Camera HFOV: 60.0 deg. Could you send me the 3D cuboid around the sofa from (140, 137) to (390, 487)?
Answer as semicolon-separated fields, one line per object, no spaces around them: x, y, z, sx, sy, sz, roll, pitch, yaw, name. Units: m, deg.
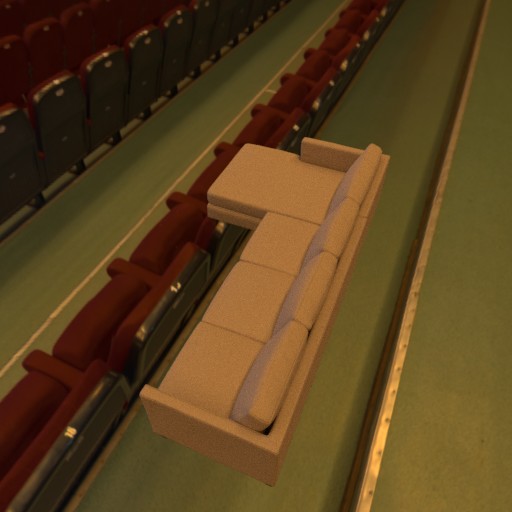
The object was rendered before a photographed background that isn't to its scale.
0.000;0.000;3.874;1.625;0.846;3.186;17;49;16;sofa
